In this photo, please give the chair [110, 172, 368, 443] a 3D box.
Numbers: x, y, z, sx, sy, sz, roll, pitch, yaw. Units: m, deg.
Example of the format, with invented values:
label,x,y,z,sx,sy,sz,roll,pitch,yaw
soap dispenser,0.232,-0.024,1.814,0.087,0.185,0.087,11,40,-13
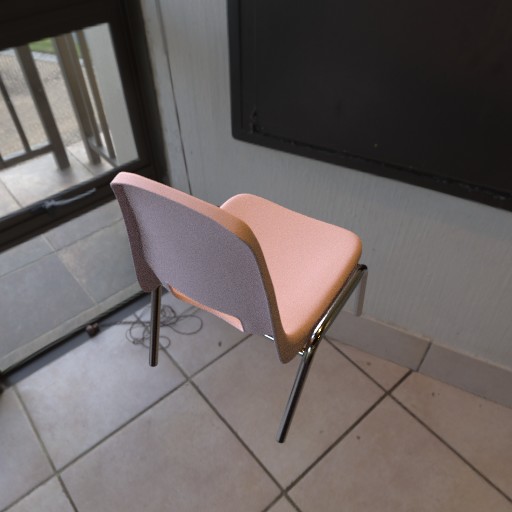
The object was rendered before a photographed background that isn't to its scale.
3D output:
label,x,y,z,sx,sy,sz,roll,pitch,yaw
chair,0.000,0.000,0.799,0.354,0.536,0.385,23,50,21
